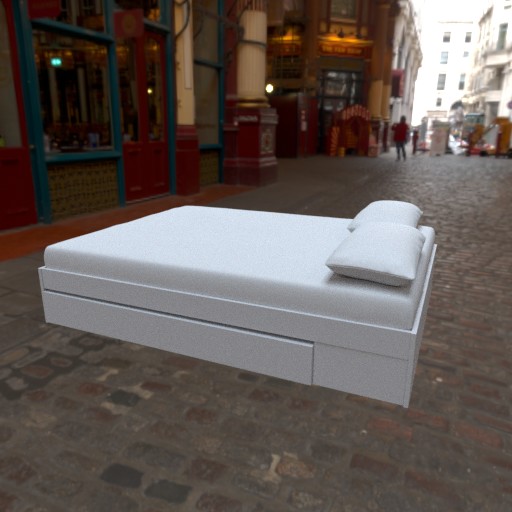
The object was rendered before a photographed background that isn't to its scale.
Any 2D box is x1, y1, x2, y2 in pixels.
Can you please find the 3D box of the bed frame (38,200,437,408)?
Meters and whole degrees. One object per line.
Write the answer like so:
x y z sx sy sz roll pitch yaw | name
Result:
0.000 0.000 2.658 1.950 0.629 1.450 7 18 23 | bed frame
